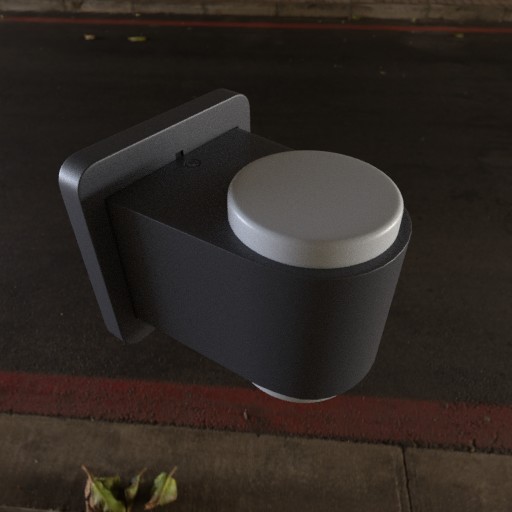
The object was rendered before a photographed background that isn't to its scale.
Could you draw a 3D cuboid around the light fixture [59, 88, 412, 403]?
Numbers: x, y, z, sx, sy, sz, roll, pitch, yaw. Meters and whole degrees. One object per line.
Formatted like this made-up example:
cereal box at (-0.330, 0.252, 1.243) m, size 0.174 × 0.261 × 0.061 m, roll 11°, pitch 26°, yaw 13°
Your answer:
light fixture at (0.000, 0.000, 0.212) m, size 0.132 × 0.109 × 0.109 m, roll 26°, pitch 47°, yaw 27°
